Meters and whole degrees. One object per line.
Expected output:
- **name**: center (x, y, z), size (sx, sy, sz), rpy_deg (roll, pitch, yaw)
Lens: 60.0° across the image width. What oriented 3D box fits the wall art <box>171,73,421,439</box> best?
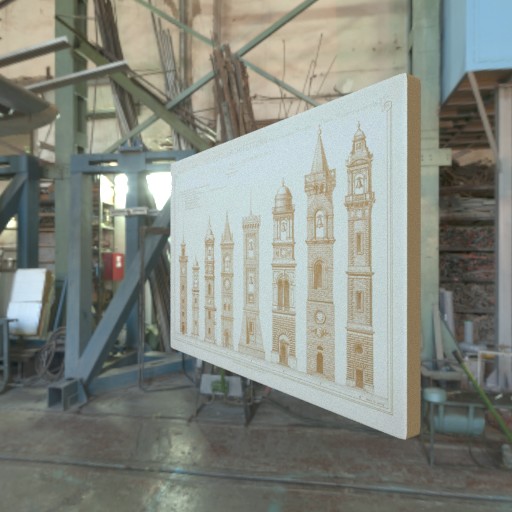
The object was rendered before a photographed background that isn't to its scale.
- **wall art**: center (0.000, 0.000, 0.464), size (0.019, 0.254, 0.380), rpy_deg (0, 0, -36)
